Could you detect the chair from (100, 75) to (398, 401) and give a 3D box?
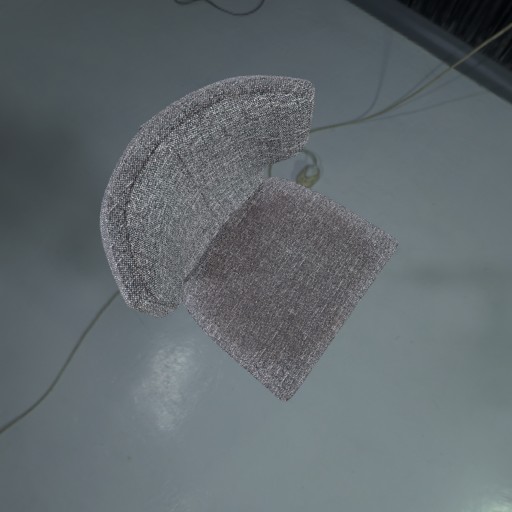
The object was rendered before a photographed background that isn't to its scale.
[{"bbox_3d":[0.000,0.000,1.265,0.617,0.824,0.611,36,78,9],"label":"chair"}]
